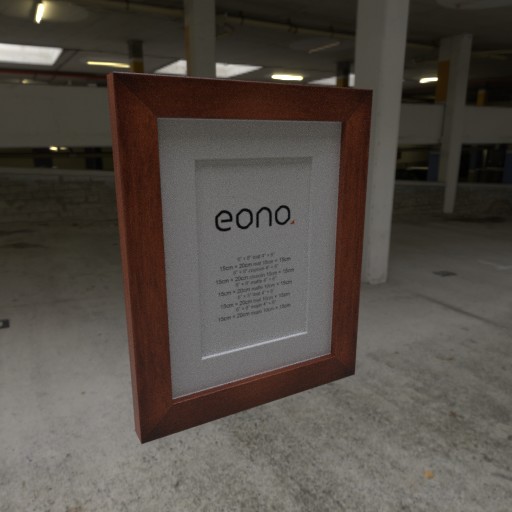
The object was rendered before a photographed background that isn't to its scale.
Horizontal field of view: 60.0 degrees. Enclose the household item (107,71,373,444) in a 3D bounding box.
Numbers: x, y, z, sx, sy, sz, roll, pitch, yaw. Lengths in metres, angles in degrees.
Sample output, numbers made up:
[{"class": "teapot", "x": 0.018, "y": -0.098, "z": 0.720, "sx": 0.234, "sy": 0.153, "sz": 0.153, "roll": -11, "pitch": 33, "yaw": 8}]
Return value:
[{"class": "household item", "x": 0.000, "y": 0.000, "z": 0.343, "sx": 0.200, "sy": 0.250, "sz": 0.020, "roll": -8, "pitch": 17, "yaw": -28}]
